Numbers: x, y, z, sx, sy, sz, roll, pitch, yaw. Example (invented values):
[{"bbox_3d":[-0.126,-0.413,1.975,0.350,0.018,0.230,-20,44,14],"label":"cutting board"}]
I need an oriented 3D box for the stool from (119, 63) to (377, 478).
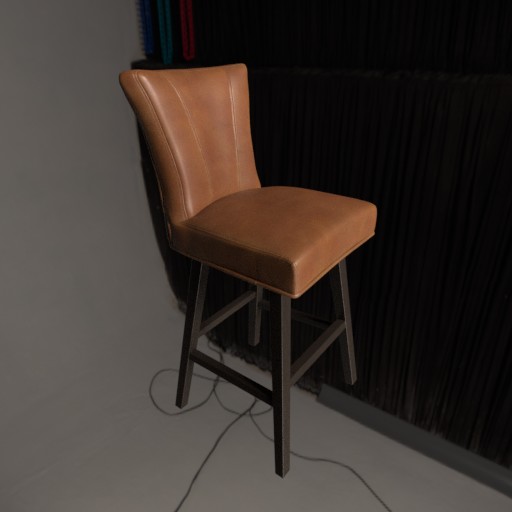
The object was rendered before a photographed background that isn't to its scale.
[{"bbox_3d":[0.000,0.000,1.403,0.585,1.094,0.522,17,31,32],"label":"stool"}]
